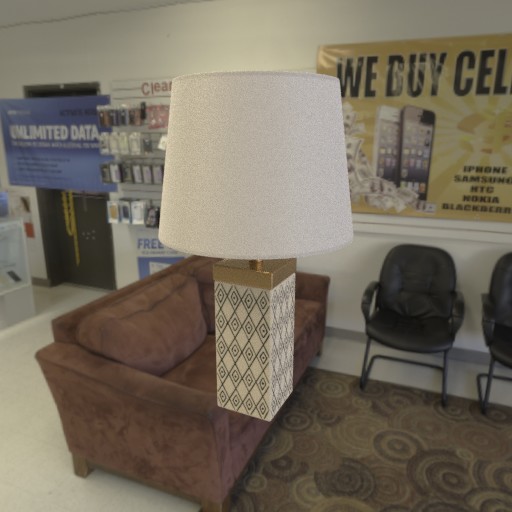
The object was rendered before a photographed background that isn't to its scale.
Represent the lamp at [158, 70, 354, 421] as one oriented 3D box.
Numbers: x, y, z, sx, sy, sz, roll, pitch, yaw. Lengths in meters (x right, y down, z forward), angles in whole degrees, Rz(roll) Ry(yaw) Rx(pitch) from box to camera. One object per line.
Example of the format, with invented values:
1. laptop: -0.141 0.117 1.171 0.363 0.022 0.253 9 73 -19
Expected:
1. lamp: 0.000 0.000 0.592 0.251 0.435 0.251 0 16 0
